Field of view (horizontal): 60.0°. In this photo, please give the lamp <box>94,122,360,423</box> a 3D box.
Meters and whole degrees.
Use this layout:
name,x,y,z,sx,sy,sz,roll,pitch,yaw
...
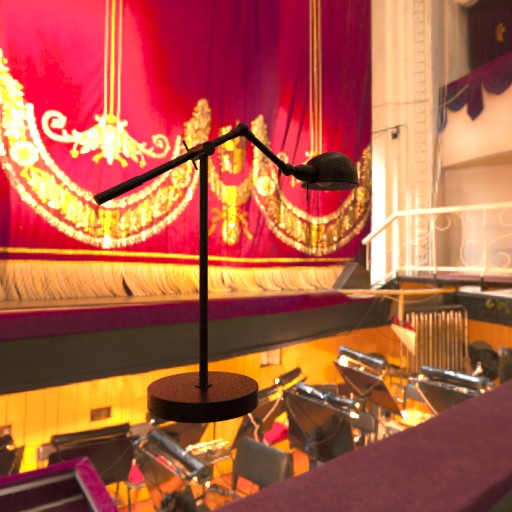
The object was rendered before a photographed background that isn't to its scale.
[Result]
name,x,y,z,sx,sy,sz,roll,pitch,yaw
lamp,0.000,0.000,0.811,0.567,0.495,0.185,0,0,-36
